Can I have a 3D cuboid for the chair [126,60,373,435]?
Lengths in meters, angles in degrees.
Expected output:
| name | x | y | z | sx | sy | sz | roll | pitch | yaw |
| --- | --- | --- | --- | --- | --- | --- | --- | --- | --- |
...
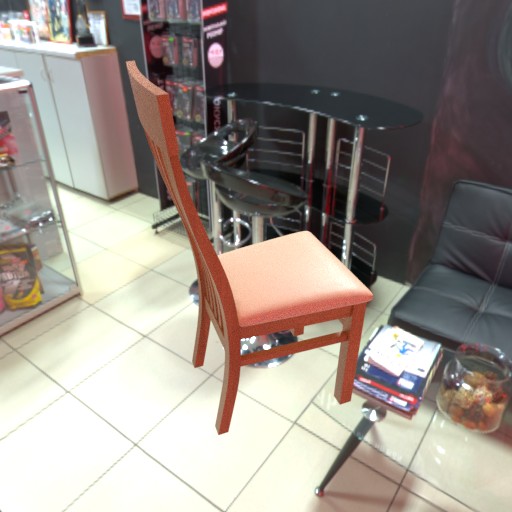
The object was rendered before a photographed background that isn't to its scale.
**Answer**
| name | x | y | z | sx | sy | sz | roll | pitch | yaw |
| --- | --- | --- | --- | --- | --- | --- | --- | --- | --- |
| chair | 0.000 | 0.000 | 1.329 | 0.580 | 1.050 | 0.450 | -11 | 33 | -18 |
